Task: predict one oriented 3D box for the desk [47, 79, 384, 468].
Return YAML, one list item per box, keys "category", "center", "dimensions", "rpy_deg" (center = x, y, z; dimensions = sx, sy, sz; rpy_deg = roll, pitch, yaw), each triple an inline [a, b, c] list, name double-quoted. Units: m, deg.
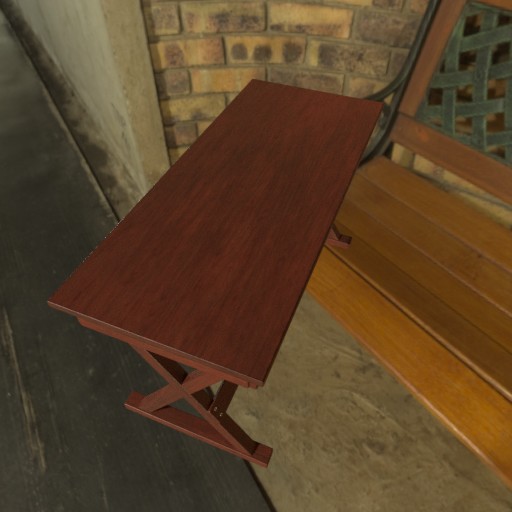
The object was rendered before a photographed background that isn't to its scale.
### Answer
- category: "desk"
  center: [0.000, 0.000, 1.768]
  dimensions: [0.600, 0.761, 1.372]
  rpy_deg: [17, 49, 15]
